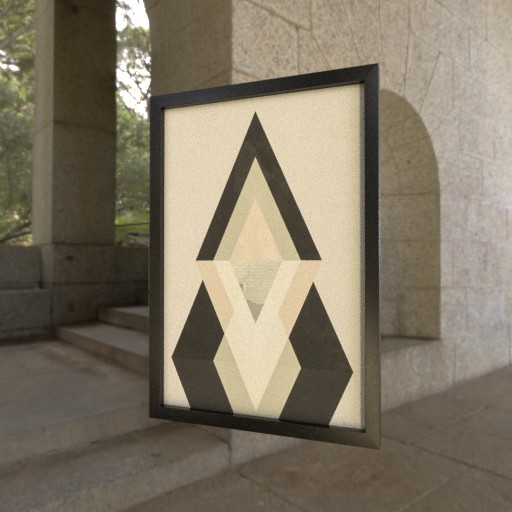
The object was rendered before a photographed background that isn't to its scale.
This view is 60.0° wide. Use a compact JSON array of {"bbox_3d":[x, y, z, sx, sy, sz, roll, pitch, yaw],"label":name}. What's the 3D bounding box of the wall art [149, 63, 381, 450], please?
[{"bbox_3d":[0.000,0.000,0.583,0.314,0.455,0.019,0,-1,20],"label":"wall art"}]
